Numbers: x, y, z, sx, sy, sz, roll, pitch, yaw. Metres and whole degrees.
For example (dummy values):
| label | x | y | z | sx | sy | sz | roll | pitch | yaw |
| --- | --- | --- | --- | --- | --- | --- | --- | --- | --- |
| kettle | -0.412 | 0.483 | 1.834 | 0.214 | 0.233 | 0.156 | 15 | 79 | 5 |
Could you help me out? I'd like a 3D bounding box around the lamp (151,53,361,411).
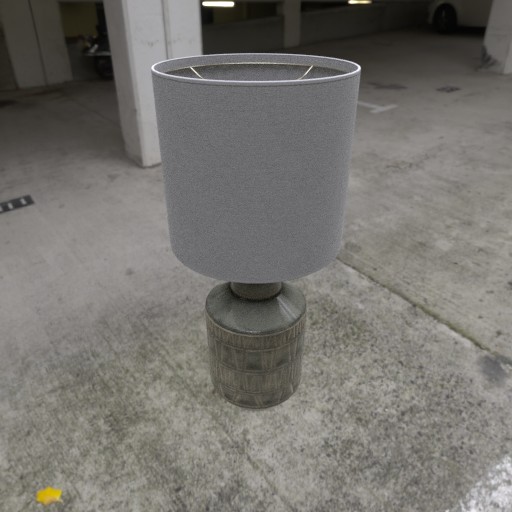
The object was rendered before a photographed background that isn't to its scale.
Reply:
| label | x | y | z | sx | sy | sz | roll | pitch | yaw |
| --- | --- | --- | --- | --- | --- | --- | --- | --- | --- |
| lamp | 0.000 | 0.000 | 0.569 | 0.211 | 0.455 | 0.211 | -19 | 35 | -30 |
